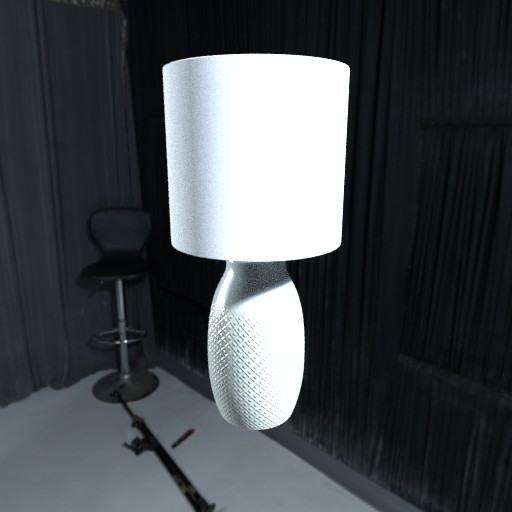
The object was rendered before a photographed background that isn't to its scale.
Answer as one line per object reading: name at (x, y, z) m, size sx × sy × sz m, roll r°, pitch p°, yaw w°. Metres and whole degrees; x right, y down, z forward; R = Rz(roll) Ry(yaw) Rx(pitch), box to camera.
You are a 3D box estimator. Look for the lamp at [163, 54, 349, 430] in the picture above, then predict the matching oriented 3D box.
lamp at (0.000, 0.000, 0.582) m, size 0.217 × 0.453 × 0.217 m, roll -14°, pitch 20°, yaw -42°
